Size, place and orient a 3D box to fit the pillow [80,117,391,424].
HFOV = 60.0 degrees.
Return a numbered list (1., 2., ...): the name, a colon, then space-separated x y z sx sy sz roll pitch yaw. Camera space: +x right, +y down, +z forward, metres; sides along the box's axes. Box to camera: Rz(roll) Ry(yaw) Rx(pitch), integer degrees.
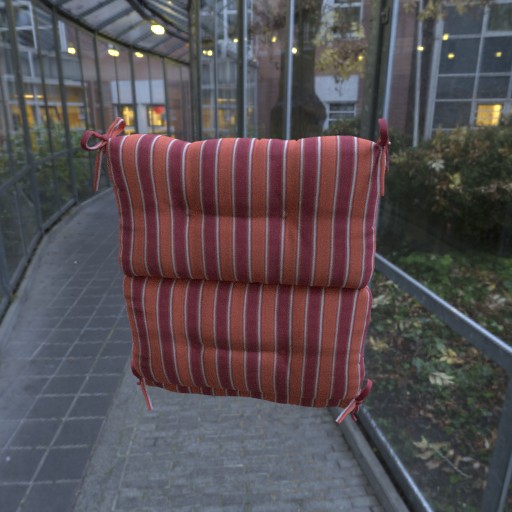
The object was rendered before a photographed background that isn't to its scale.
1. pillow: 0.000 0.000 1.012 0.519 0.605 0.571 3 18 9
